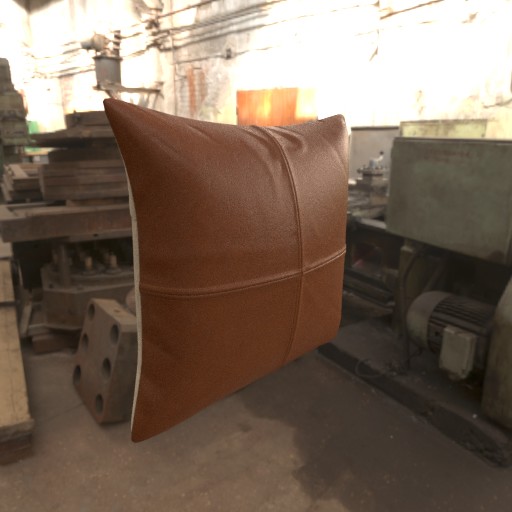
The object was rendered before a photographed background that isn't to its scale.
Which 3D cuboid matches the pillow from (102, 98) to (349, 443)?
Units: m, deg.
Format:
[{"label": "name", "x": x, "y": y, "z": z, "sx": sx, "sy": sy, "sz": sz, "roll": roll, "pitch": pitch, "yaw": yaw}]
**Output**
[{"label": "pillow", "x": 0.000, "y": 0.000, "z": 0.748, "sx": 0.192, "sy": 0.477, "sz": 0.501, "roll": 14, "pitch": 21, "yaw": 42}]
